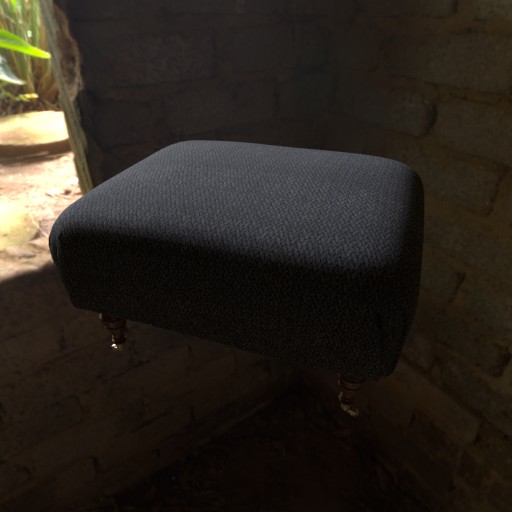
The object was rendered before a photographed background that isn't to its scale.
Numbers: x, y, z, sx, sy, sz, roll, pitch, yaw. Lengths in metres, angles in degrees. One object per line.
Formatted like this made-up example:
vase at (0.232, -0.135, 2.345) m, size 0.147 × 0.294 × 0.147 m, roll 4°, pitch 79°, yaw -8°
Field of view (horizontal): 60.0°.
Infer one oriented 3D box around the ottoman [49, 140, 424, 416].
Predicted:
ottoman at (0.000, 0.000, 1.096) m, size 0.747 × 0.450 × 0.622 m, roll 10°, pitch 33°, yaw 16°
